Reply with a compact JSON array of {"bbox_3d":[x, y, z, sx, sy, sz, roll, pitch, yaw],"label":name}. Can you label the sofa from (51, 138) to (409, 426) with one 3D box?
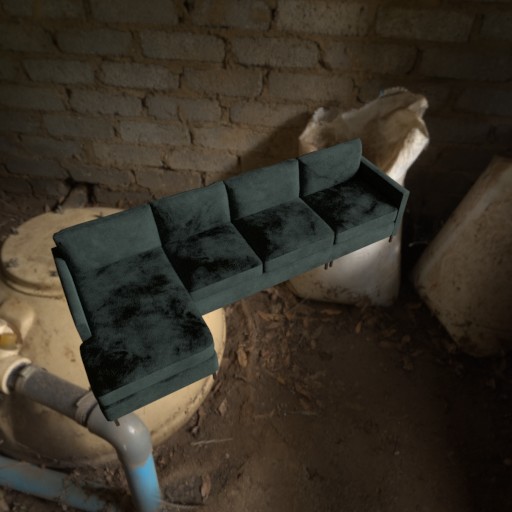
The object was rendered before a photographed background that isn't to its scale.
[{"bbox_3d":[0.000,0.000,4.164,3.400,0.967,1.500,-21,49,-20],"label":"sofa"}]
